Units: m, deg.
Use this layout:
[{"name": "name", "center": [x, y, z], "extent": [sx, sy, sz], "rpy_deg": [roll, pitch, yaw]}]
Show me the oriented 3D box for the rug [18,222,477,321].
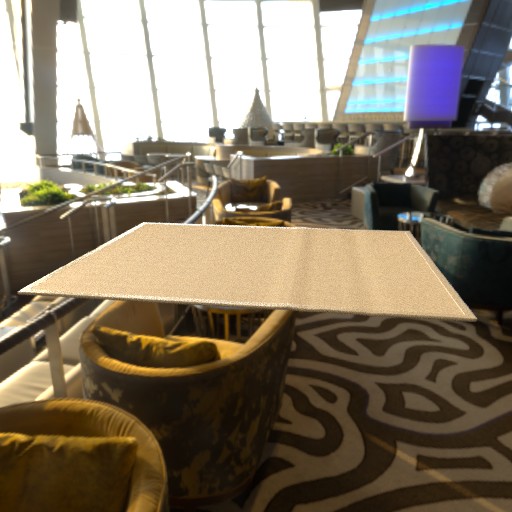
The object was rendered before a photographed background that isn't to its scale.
[{"name": "rug", "center": [0.000, 0.000, 4.748], "extent": [3.659, 0.037, 2.734], "rpy_deg": [2, 17, 8]}]
